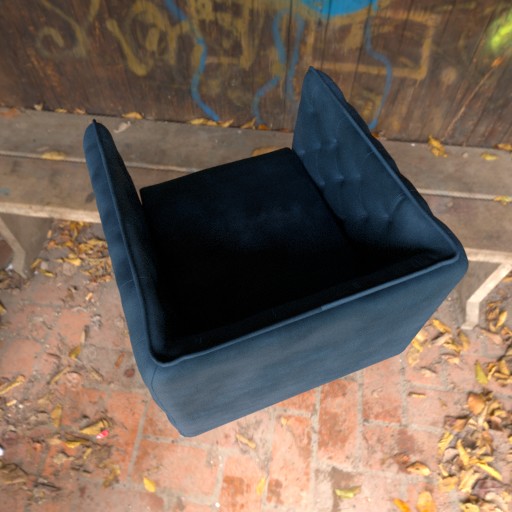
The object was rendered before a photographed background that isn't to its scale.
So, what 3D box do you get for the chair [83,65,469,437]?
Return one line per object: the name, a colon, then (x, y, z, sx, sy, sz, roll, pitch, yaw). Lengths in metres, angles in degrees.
chair: (0.000, 0.000, 1.523, 0.868, 0.771, 0.877, -18, 59, -11)
